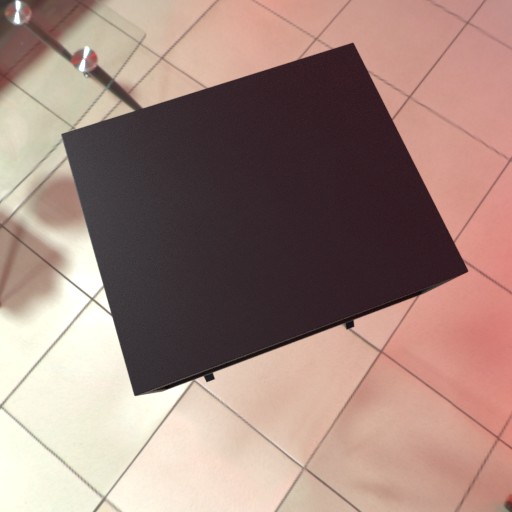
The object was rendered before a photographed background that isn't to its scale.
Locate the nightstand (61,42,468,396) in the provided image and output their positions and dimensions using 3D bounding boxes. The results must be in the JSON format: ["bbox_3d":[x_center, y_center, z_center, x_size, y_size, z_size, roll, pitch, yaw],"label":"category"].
[{"bbox_3d":[0.000,0.000,0.939,0.479,0.623,0.402,-19,76,-5],"label":"nightstand"}]
